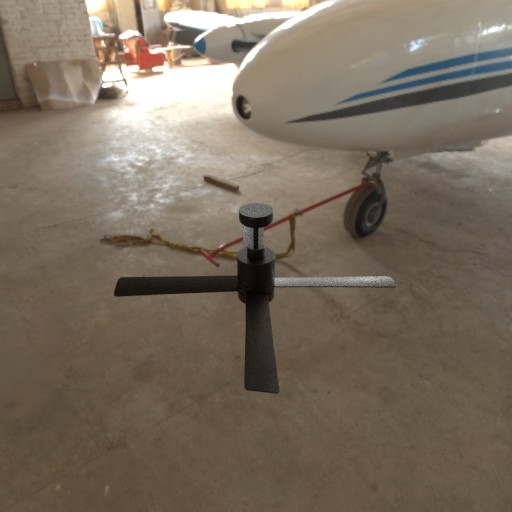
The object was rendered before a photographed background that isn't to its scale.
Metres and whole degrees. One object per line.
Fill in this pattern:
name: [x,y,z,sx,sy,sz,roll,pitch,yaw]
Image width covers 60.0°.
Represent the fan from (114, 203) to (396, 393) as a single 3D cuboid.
fan: [0.000,0.000,2.340,1.525,0.534,1.525,-1,31,-1]
